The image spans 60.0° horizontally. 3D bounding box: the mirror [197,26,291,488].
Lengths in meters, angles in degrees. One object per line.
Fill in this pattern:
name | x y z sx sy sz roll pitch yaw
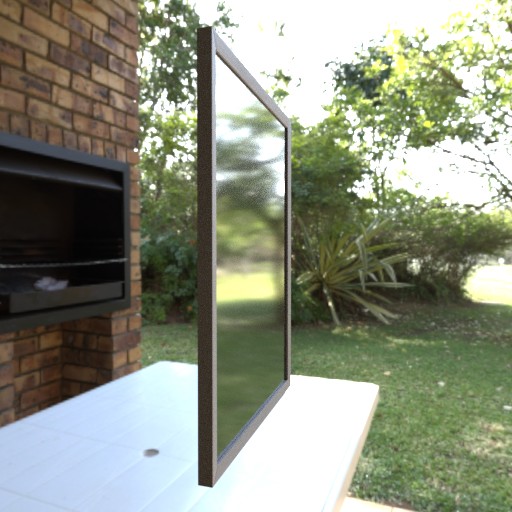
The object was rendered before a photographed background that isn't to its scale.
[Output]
mirror | 0.000 0.000 1.343 0.040 1.016 0.762 0 1 18
